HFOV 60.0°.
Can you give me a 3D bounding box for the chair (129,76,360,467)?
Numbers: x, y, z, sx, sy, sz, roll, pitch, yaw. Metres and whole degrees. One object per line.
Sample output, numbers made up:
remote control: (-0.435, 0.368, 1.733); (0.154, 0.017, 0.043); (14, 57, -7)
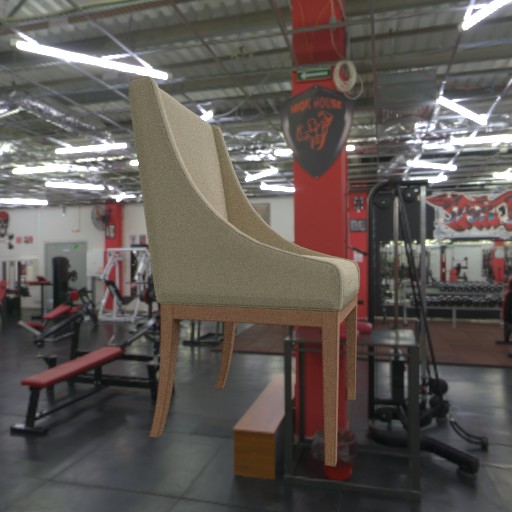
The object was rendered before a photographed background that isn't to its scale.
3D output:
chair: (0.000, 0.000, 1.420); (0.611, 1.021, 0.575); (0, 0, 18)
